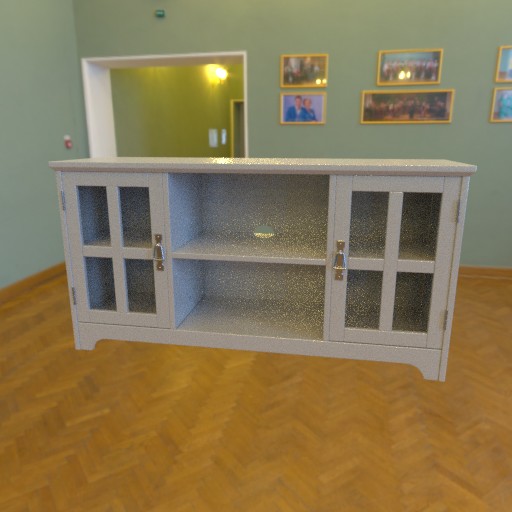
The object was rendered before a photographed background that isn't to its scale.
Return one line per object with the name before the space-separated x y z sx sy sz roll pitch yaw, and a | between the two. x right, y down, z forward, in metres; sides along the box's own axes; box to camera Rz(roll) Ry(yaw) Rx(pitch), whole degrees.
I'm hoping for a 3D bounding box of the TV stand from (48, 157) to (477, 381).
TV stand | 0.000 0.000 1.431 1.167 0.603 0.344 3 15 10
